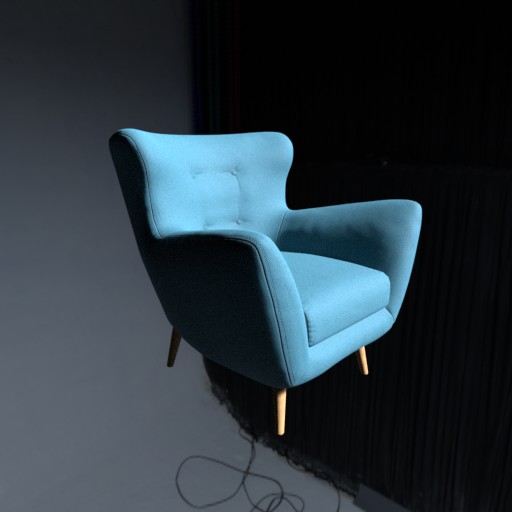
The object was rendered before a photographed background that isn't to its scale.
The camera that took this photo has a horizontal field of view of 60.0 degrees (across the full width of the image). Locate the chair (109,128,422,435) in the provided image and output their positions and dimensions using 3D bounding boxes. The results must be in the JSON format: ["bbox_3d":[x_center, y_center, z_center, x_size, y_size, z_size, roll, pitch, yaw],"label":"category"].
[{"bbox_3d":[0.000,0.000,1.618,0.889,0.889,0.890,13,20,42],"label":"chair"}]
